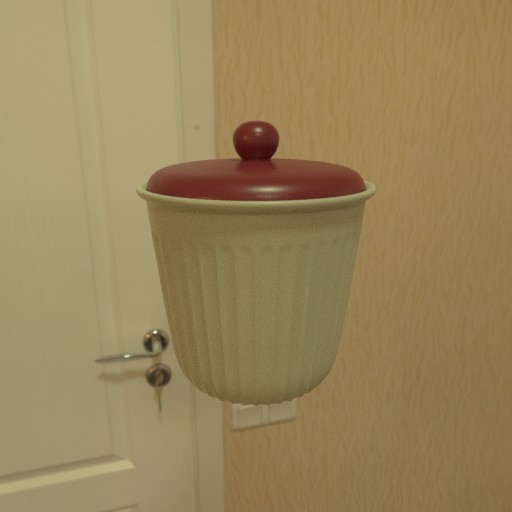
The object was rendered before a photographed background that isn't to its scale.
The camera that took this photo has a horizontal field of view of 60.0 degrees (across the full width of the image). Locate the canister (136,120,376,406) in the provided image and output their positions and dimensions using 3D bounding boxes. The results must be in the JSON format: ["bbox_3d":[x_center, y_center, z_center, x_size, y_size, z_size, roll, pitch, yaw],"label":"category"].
[{"bbox_3d":[0.000,0.000,0.361,0.181,0.211,0.181,0,16,0],"label":"canister"}]
